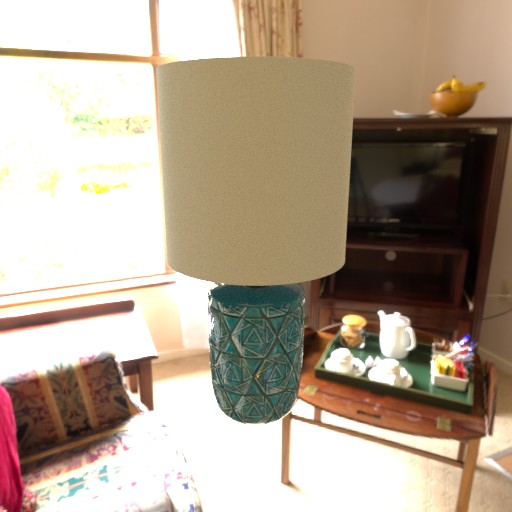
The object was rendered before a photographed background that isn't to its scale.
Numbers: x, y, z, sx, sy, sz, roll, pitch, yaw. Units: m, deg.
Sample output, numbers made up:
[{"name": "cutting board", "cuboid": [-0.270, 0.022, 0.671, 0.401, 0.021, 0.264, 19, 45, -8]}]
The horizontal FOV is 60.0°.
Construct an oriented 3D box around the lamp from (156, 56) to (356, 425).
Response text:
[{"name": "lamp", "cuboid": [0.000, 0.000, 0.488, 0.193, 0.377, 0.193, 8, 18, 26]}]
